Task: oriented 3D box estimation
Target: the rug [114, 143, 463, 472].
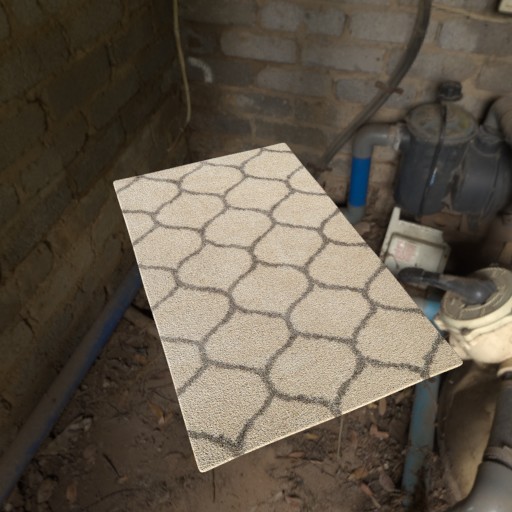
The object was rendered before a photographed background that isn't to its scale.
[{"bbox_3d":[0.000,0.000,2.967,1.501,0.024,2.348,-16,49,-15],"label":"rug"}]
